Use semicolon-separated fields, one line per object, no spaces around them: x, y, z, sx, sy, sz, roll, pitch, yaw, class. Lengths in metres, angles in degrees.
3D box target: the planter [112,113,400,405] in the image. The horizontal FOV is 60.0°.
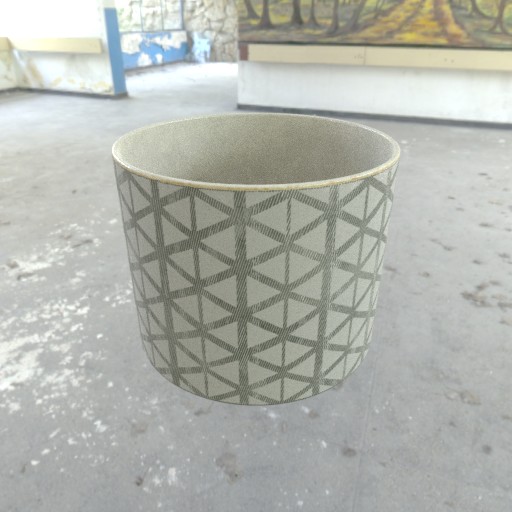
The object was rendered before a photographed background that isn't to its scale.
0.000;0.000;0.455;0.250;0.239;0.250;0;29;0;planter
